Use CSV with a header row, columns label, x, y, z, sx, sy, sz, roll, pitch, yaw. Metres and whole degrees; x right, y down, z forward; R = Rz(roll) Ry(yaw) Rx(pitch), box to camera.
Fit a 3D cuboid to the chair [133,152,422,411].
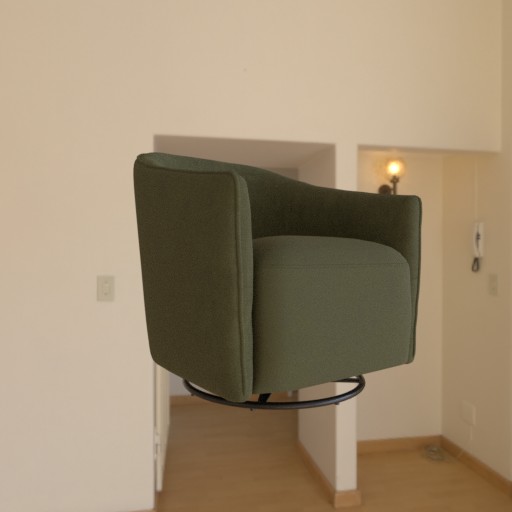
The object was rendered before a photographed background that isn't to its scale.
label,x,y,z,sx,sy,sz,roll,pitch,yaw
chair,0.000,0.000,1.494,0.747,0.799,0.875,0,0,-36
